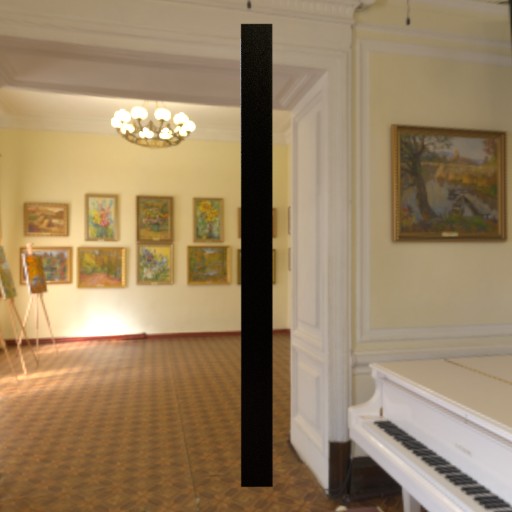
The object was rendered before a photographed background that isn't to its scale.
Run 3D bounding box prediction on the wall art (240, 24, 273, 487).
[{"bbox_3d":[0.000,0.000,0.754,0.039,0.553,0.451,0,-1,0],"label":"wall art"}]
